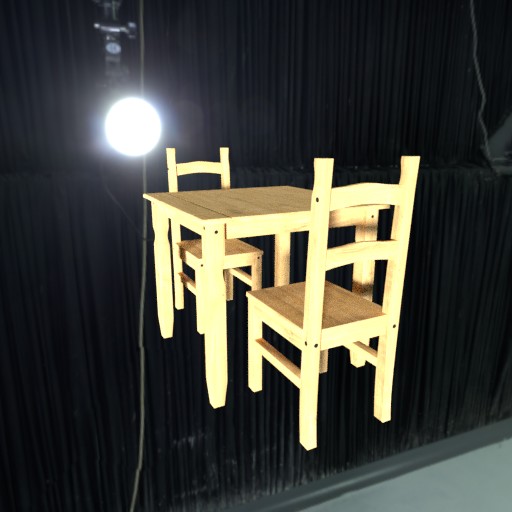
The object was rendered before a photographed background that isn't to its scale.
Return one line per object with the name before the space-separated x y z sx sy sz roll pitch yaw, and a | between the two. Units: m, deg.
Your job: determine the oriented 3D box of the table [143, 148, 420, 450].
table | 0.000 0.000 2.046 0.813 0.942 1.501 -7 17 -26
